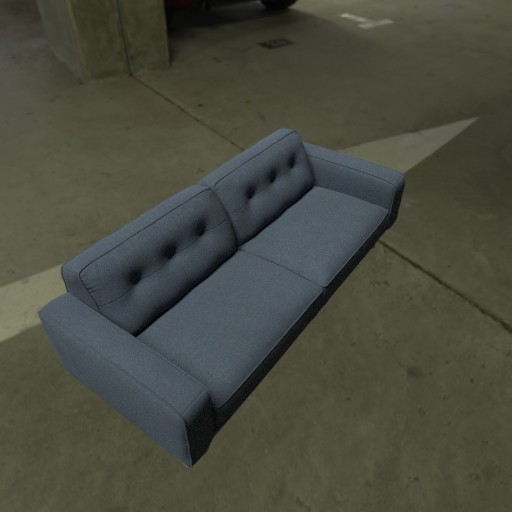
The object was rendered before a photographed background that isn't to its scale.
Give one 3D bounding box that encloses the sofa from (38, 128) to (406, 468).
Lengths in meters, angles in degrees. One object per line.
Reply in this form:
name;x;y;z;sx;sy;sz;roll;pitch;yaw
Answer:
sofa;0.000;0.000;2.665;0.953;0.782;2.270;25;46;27
